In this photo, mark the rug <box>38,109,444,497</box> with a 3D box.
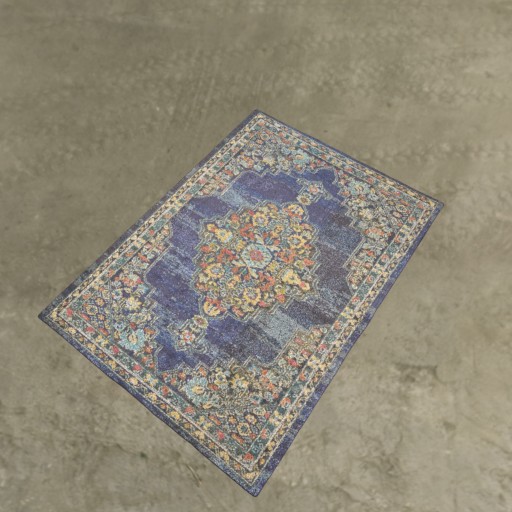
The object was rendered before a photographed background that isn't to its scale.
[{"bbox_3d":[0.000,0.000,2.865,1.630,0.009,2.232,32,64,18],"label":"rug"}]
